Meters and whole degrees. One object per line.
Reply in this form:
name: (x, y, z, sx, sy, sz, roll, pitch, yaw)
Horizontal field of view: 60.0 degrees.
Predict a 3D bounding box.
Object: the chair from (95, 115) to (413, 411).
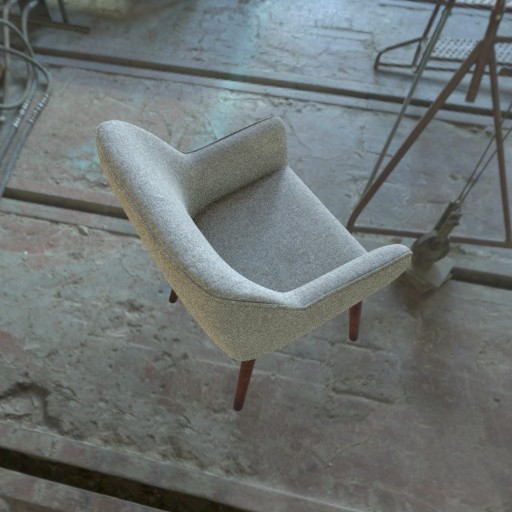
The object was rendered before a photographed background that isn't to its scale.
chair: (0.000, 0.000, 1.157, 0.519, 0.803, 0.543, -29, 63, -16)
